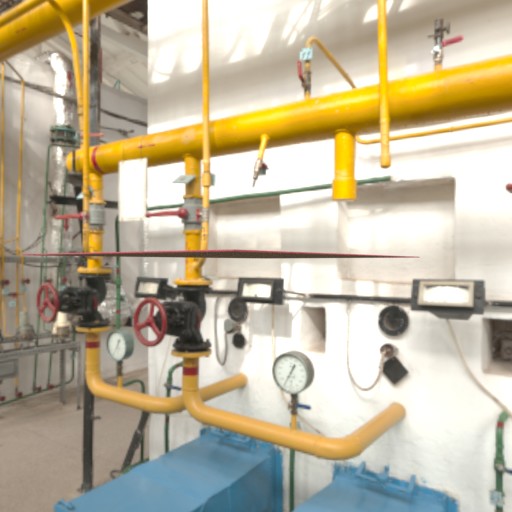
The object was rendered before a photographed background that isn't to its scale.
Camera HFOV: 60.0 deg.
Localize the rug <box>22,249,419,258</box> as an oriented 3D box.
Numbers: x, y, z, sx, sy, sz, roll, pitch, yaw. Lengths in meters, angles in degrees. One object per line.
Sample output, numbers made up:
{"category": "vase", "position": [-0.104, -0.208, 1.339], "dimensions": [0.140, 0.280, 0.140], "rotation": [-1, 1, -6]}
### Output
{"category": "rug", "position": [0.000, 0.000, 3.058], "dimensions": [1.534, 0.010, 2.423], "rotation": [-1, -1, 36]}
